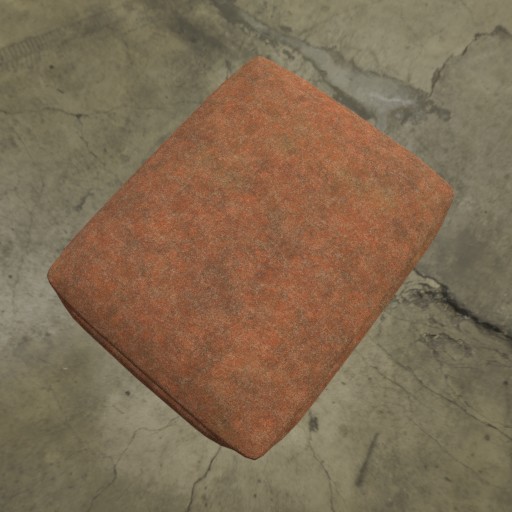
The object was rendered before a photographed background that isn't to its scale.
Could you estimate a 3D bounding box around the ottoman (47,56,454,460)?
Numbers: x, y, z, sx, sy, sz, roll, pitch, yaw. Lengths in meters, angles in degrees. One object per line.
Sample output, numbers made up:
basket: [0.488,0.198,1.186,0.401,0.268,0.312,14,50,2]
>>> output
ottoman: [0.000,0.000,1.143,0.635,0.508,0.787,38,78,10]
